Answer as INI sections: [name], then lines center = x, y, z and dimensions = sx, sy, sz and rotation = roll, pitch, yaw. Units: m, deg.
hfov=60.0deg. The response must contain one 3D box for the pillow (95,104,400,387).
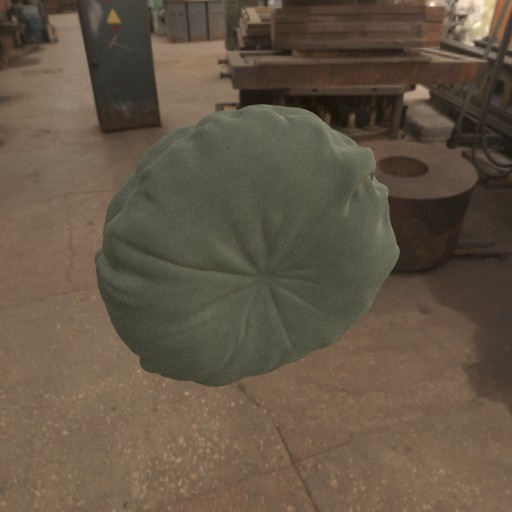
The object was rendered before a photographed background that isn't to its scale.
[pillow]
center = 0.000, 0.000, 0.627
dimensions = 0.428, 0.407, 0.148
rotation = -10, 34, -15
